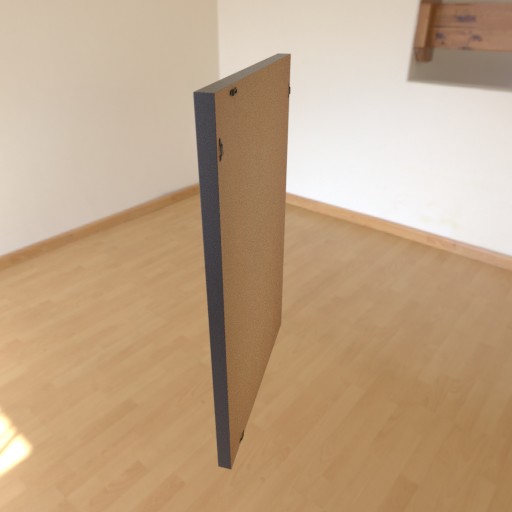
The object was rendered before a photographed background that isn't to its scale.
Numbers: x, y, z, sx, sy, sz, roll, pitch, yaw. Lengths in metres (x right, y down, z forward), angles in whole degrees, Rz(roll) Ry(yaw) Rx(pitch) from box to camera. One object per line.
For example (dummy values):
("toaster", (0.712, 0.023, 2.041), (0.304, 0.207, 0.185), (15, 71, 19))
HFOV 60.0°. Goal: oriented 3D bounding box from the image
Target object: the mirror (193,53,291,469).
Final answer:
("mirror", (0.000, 0.000, 1.162), (0.040, 0.915, 0.609), (8, 31, 13))
